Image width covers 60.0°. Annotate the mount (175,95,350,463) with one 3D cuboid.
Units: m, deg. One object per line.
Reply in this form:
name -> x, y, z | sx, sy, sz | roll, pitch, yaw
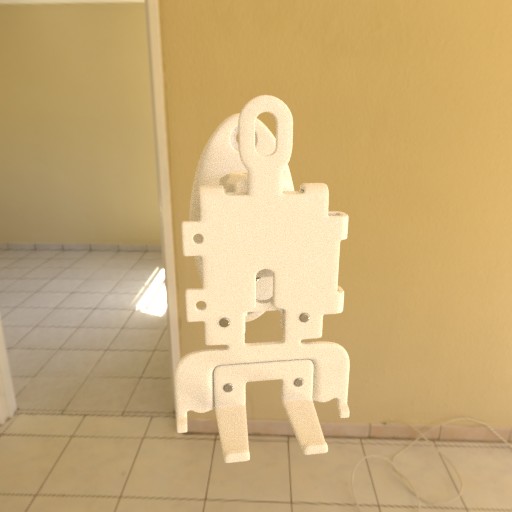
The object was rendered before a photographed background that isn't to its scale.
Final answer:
mount -> 0.000, 0.000, 0.175 | 0.066, 0.118, 0.100 | -2, 18, -7
